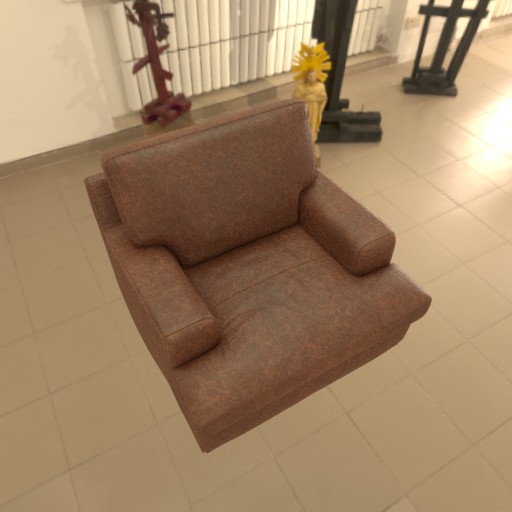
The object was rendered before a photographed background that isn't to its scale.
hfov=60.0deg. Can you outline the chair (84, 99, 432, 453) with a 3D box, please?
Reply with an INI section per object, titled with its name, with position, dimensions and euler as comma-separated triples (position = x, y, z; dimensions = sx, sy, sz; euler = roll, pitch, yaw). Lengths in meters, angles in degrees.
[chair]
position = 0.000, 0.000, 2.010
dimensions = 1.168, 0.939, 1.143
euler = -23, 51, -20
